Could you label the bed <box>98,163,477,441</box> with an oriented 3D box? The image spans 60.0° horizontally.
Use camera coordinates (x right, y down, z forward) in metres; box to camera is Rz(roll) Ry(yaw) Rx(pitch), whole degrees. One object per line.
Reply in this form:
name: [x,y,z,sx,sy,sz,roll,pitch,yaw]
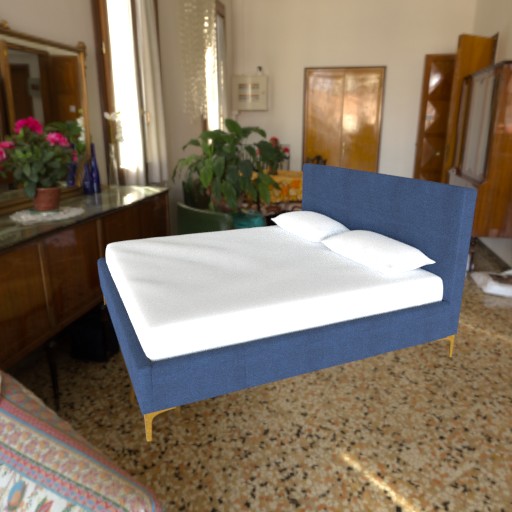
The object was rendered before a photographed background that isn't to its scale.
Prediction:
bed: [0.000,0.000,3.507,2.232,1.231,2.096,-7,18,-23]
